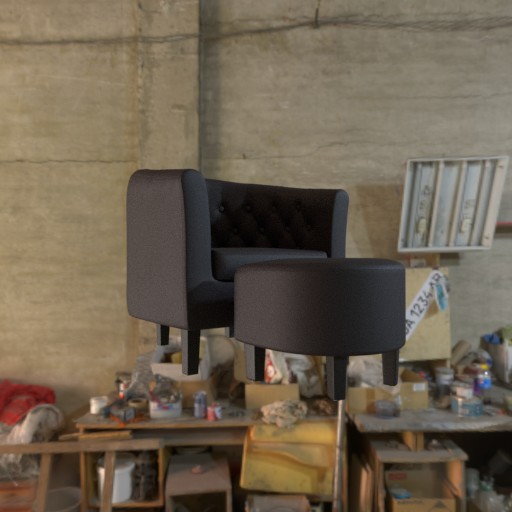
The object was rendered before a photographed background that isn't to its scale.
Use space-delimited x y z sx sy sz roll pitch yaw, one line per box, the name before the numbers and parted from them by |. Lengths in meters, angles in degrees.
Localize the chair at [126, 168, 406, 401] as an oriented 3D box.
chair | 0.000 0.000 1.643 0.763 0.760 1.191 1 -1 -35
